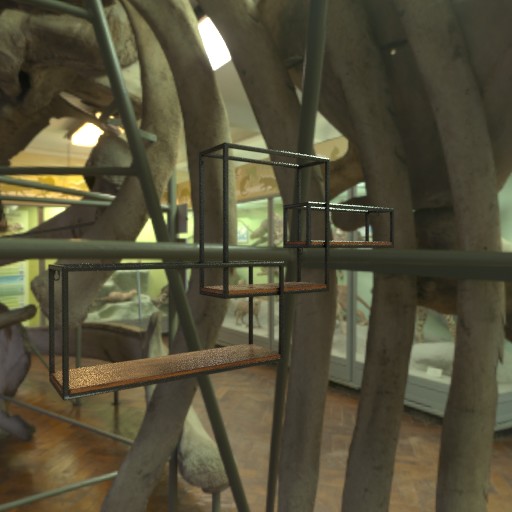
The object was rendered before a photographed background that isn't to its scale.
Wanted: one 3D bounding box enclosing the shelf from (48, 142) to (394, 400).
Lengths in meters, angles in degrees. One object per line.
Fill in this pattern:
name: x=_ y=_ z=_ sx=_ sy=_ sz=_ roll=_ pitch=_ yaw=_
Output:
shelf: x=0.000 y=0.000 z=2.122 sx=1.781 sy=0.972 sz=0.275 roll=-1 pitch=1 yaw=-34
